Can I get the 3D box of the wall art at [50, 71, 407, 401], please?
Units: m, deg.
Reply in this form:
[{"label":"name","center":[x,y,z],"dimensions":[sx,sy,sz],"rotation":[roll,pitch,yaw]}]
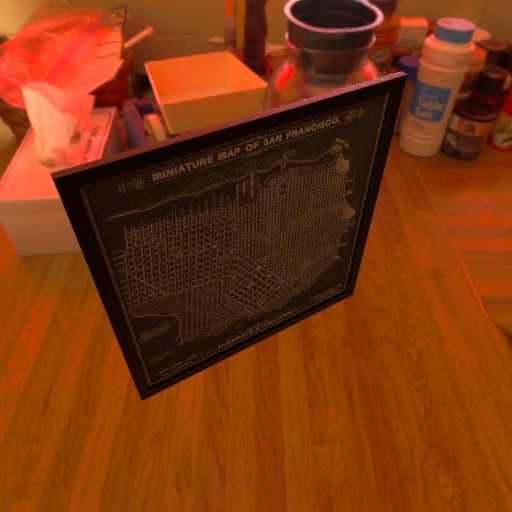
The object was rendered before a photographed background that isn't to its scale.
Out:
[{"label":"wall art","center":[0.000,0.000,0.671],"dimensions":[0.457,0.458,0.012],"rotation":[-23,50,-21]}]
